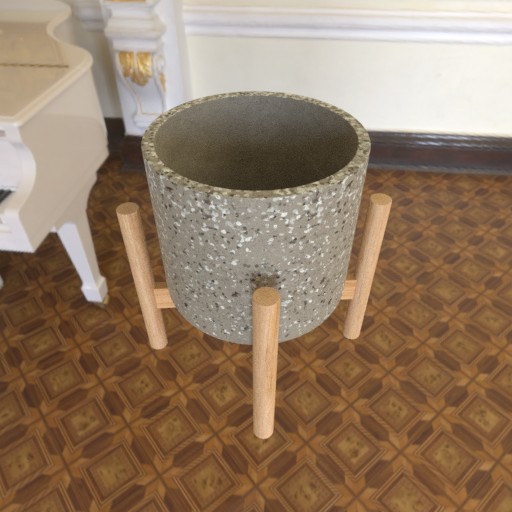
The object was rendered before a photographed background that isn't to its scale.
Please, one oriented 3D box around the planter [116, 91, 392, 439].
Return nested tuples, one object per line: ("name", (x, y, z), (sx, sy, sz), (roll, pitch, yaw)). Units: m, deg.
("planter", (0.000, 0.000, 0.543), (0.284, 0.320, 0.284), (13, 43, 14))
